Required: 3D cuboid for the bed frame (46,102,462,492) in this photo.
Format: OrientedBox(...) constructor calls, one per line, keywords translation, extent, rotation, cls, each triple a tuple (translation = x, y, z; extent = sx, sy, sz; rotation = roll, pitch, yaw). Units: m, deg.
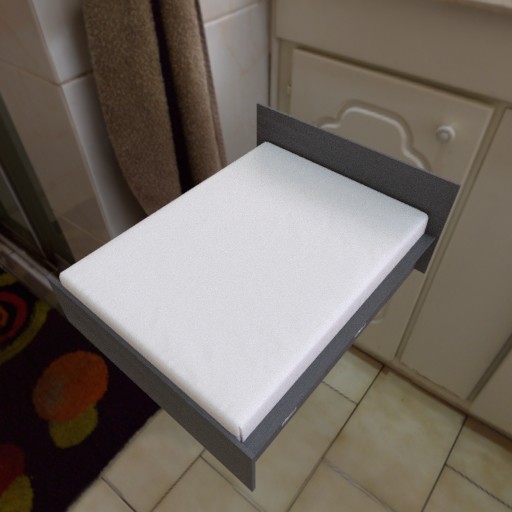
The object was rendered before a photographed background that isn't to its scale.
OrientedBox(translation=(0.000, 0.000, 2.834), extent=(1.622, 0.800, 1.960), rotation=(31, 53, 27), cls="bed frame")
